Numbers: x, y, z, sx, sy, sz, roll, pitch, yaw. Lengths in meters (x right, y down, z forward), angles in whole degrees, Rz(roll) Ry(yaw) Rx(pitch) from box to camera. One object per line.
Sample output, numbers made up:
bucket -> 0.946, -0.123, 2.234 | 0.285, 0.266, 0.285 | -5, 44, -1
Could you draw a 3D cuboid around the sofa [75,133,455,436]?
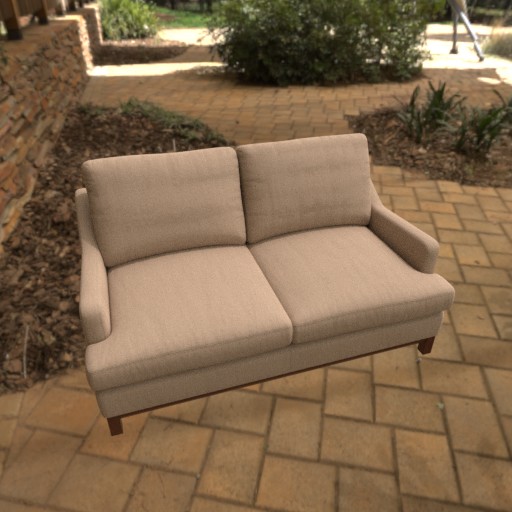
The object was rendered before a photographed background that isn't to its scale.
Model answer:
sofa -> 0.000, 0.000, 2.163 | 1.619, 0.910, 1.004 | -10, 34, -15
